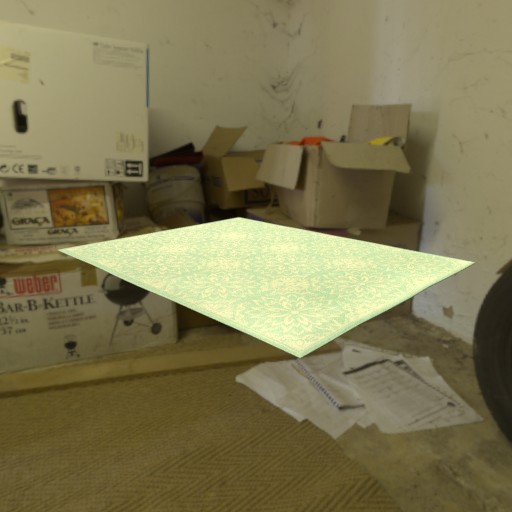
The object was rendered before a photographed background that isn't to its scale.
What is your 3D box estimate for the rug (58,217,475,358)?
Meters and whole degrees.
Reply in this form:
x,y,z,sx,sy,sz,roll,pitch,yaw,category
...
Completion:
x,y,z,sx,sy,sz,roll,pitch,yaw,category
0.000,0.000,4.018,2.980,0.012,2.363,15,21,43,rug
